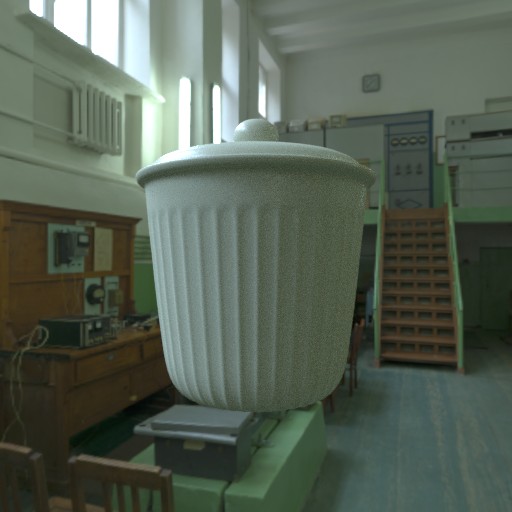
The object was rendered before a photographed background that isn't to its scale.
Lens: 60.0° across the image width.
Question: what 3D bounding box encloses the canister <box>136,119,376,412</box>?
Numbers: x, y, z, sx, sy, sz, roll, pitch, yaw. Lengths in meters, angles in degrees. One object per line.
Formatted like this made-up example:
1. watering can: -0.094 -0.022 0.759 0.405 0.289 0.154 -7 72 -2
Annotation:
1. canister: 0.000 0.000 0.345 0.181 0.211 0.181 0 0 0
